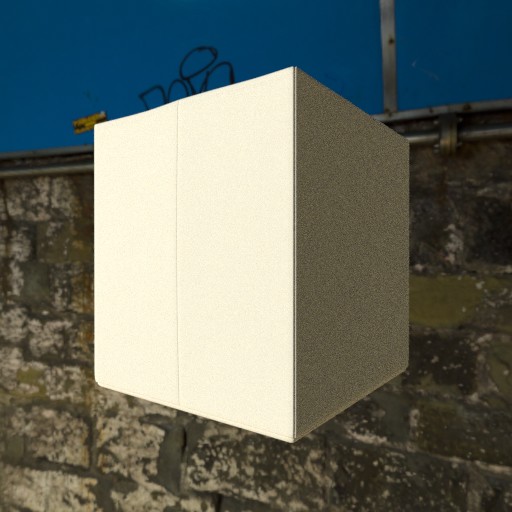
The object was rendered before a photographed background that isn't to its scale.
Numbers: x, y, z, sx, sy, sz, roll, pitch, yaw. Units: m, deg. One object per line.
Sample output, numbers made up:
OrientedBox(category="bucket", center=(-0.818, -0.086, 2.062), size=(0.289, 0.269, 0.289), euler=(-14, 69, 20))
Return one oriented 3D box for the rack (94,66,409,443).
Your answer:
OrientedBox(category="rack", center=(0.000, 0.000, 0.509), size=(0.270, 0.280, 0.270), euler=(0, 0, 36))
